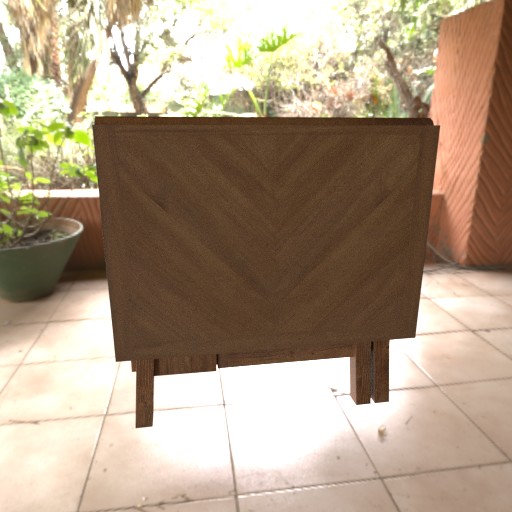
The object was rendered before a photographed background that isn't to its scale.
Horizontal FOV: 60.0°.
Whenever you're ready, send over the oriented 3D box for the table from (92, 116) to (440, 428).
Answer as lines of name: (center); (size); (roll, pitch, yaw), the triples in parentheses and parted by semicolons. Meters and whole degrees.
table: (0.000, 0.000, 1.667); (0.967, 0.981, 0.701); (-3, 16, -9)
